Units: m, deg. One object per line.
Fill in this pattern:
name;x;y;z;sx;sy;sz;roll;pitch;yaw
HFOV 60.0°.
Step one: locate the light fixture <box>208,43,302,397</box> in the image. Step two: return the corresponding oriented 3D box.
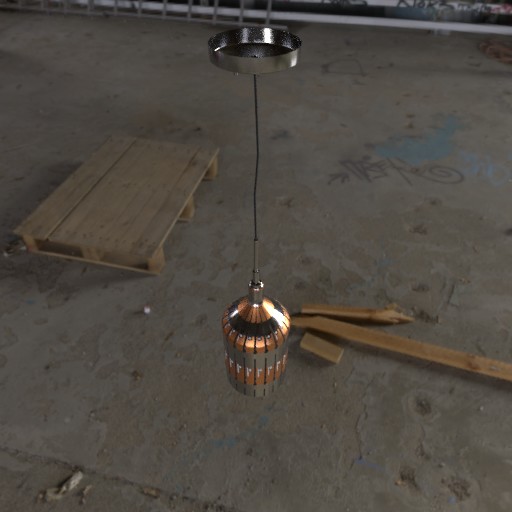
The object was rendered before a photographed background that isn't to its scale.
light fixture;0.000;0.000;1.689;0.303;1.535;0.303;0;42;0
